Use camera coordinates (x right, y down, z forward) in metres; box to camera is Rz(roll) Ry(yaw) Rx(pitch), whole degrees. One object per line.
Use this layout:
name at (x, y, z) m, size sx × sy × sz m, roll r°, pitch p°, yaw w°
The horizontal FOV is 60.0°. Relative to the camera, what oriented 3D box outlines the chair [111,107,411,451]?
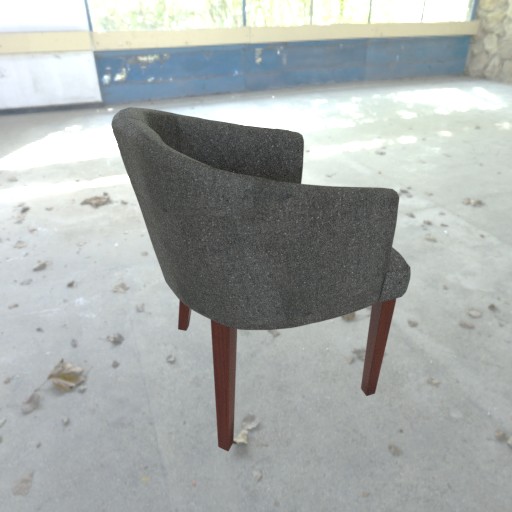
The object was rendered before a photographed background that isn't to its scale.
chair at (0.000, 0.000, 1.237) m, size 0.655 × 0.811 × 0.583 m, roll -10°, pitch 32°, yaw -17°
